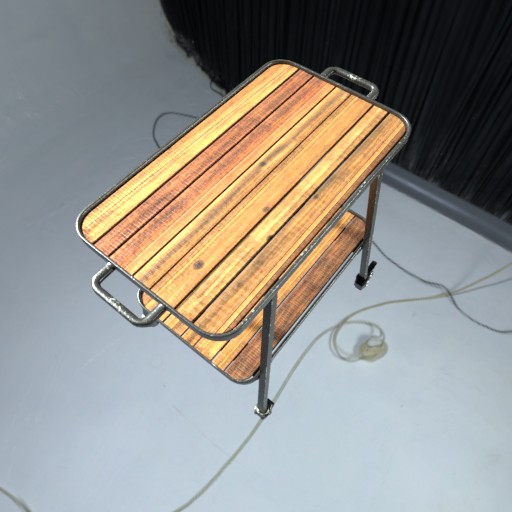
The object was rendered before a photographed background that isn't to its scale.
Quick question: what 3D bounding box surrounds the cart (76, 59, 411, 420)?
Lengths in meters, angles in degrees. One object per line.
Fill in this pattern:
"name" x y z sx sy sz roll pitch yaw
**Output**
"cart" 0.000 0.000 1.233 0.515 0.700 0.806 34 64 19
